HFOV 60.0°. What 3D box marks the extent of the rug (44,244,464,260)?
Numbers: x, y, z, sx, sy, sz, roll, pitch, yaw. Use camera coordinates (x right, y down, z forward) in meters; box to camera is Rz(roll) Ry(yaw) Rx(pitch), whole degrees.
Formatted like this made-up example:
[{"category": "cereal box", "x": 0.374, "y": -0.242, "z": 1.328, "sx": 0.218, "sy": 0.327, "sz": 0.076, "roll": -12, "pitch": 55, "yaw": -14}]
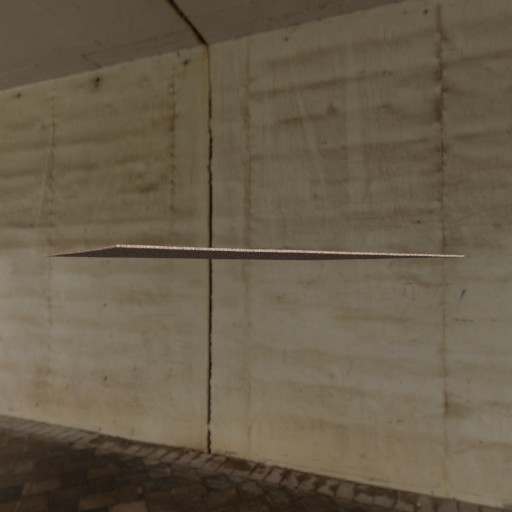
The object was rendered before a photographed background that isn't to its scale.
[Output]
[{"category": "rug", "x": 0.000, "y": 0.000, "z": 2.327, "sx": 1.840, "sy": 0.013, "sz": 1.225, "roll": 1, "pitch": -2, "yaw": -35}]
